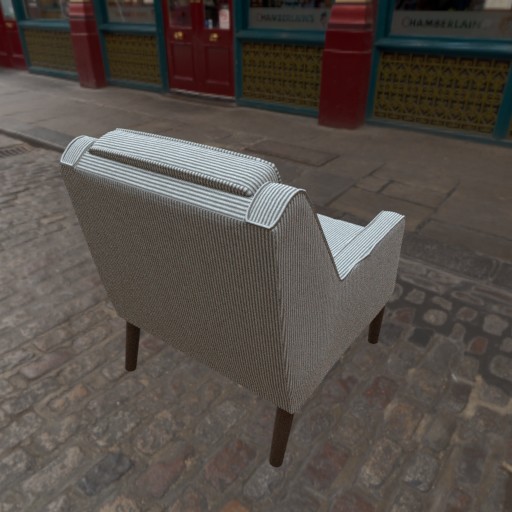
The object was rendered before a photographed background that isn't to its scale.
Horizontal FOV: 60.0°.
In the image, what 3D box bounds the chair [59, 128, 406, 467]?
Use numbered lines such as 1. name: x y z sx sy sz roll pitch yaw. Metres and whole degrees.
1. chair: 0.000 0.000 1.322 0.663 0.792 0.743 20 35 32
